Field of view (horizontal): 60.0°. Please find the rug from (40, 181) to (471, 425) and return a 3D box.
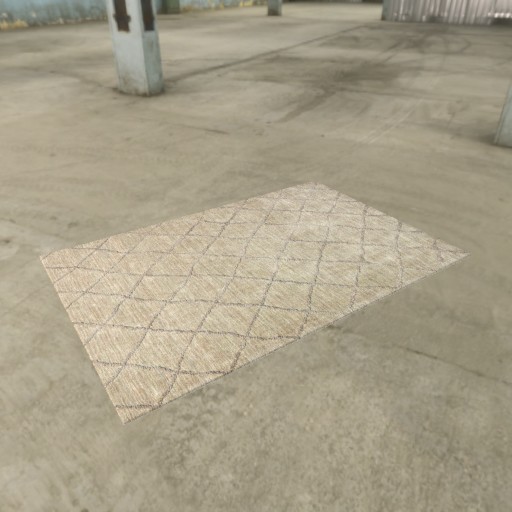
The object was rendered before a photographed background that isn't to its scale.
[{"bbox_3d":[0.000,0.000,2.815,2.280,0.015,1.521,-19,36,-29],"label":"rug"}]
